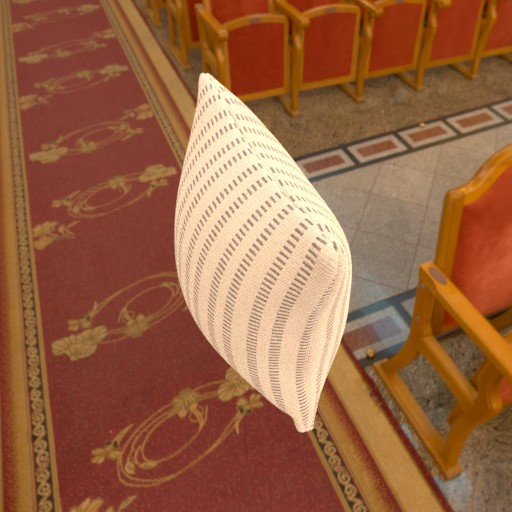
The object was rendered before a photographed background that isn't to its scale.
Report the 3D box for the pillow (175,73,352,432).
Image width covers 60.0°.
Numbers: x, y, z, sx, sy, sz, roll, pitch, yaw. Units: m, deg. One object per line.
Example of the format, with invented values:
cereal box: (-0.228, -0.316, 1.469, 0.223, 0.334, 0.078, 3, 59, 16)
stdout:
pillow: (0.000, 0.000, 0.706, 0.247, 0.419, 0.438, -16, 49, -15)
